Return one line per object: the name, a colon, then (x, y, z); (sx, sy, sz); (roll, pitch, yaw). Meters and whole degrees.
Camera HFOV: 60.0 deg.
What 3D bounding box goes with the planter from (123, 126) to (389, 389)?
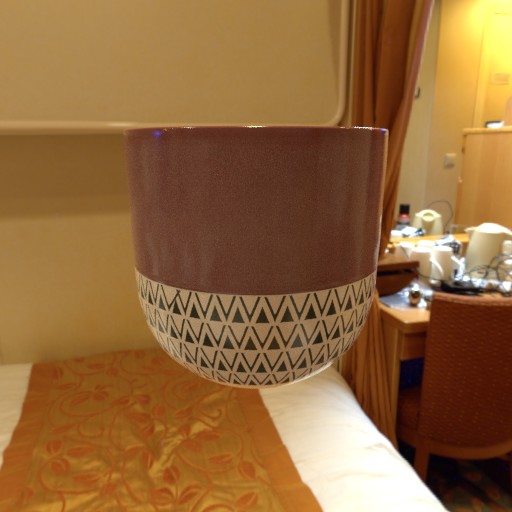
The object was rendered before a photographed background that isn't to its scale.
planter: (0.000, 0.000, 0.495); (0.266, 0.270, 0.266); (0, 14, 0)
